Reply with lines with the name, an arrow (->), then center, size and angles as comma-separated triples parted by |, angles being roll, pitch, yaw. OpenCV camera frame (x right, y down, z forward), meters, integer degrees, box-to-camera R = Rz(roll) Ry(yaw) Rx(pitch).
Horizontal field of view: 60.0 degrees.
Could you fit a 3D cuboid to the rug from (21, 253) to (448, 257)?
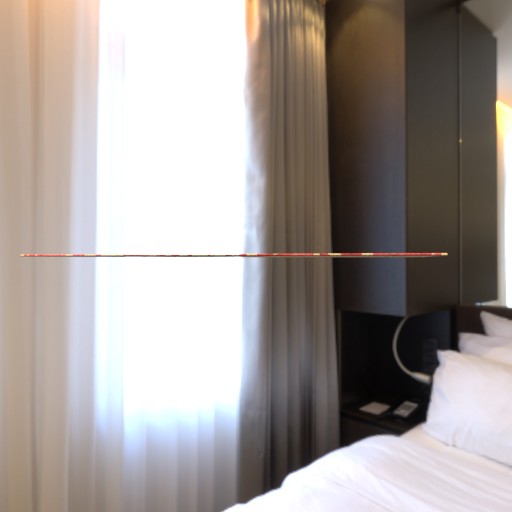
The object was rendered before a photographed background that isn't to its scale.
rug -> 0.000, 0.000, 4.131 | 3.095, 0.016, 2.441 | 0, 0, 18
